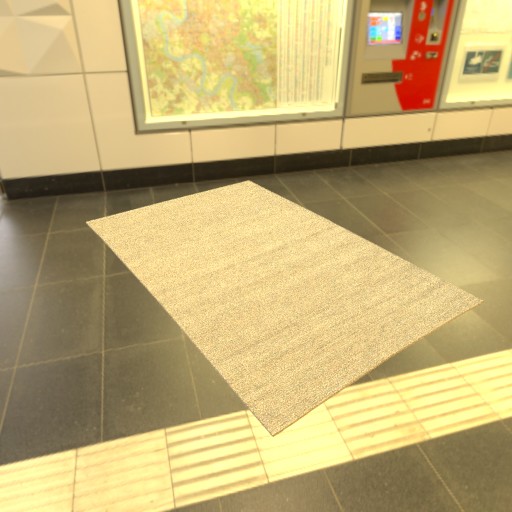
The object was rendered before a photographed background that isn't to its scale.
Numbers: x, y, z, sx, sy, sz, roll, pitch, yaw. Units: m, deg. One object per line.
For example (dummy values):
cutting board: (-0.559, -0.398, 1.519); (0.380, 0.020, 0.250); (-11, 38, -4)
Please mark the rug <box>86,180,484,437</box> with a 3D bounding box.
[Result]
rug: (0.000, 0.000, 2.282); (1.179, 0.022, 1.820); (-20, 36, -30)
